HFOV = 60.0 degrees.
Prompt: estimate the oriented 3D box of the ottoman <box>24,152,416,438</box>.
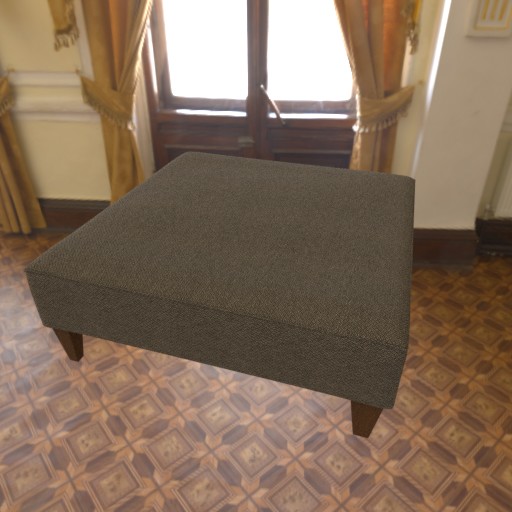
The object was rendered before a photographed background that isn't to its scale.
[{"bbox_3d":[0.000,0.000,1.488,0.970,0.378,0.981,10,33,15],"label":"ottoman"}]
